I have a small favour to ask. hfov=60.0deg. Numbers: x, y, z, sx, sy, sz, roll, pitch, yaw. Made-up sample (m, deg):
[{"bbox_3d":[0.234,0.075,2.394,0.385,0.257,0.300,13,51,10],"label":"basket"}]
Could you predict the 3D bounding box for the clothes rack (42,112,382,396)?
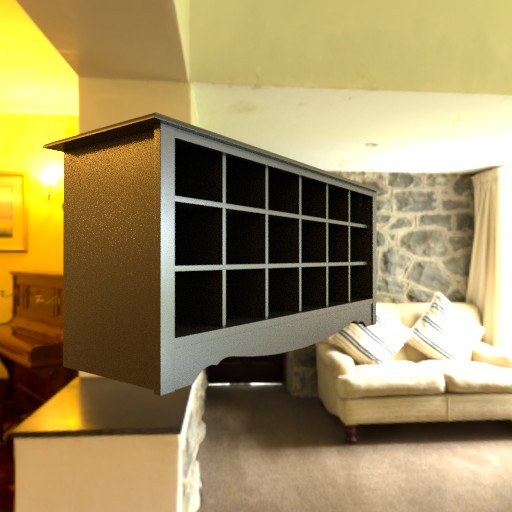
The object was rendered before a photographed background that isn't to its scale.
[{"bbox_3d":[0.000,0.000,1.456,0.406,0.556,1.219,0,0,36],"label":"clothes rack"}]
